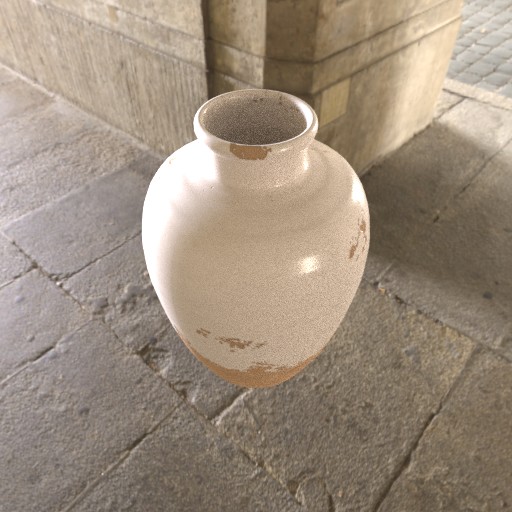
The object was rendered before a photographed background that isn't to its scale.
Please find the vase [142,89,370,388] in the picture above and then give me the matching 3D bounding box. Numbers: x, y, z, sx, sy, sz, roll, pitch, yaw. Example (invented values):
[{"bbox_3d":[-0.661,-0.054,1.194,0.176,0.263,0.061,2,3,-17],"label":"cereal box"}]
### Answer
[{"bbox_3d":[0.000,0.000,0.334,0.158,0.228,0.158,0,45,0],"label":"vase"}]
